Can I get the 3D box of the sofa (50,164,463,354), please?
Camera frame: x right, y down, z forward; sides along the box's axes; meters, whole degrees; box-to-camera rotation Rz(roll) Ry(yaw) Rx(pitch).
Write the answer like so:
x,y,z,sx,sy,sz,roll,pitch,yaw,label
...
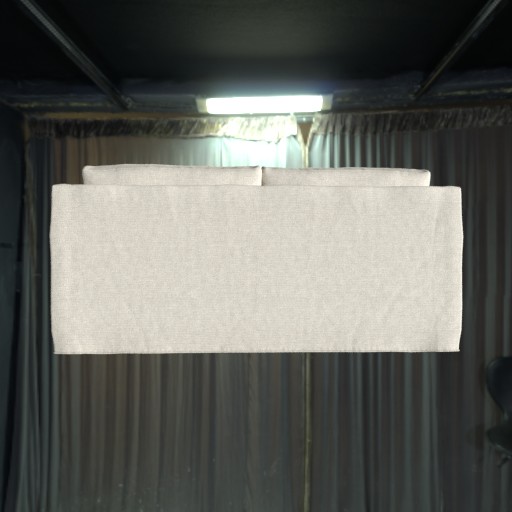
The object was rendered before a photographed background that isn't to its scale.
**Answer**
x,y,z,sx,sy,sz,roll,pitch,yaw,label
0.000,0.000,2.322,1.766,0.828,0.956,0,-1,-2,sofa
